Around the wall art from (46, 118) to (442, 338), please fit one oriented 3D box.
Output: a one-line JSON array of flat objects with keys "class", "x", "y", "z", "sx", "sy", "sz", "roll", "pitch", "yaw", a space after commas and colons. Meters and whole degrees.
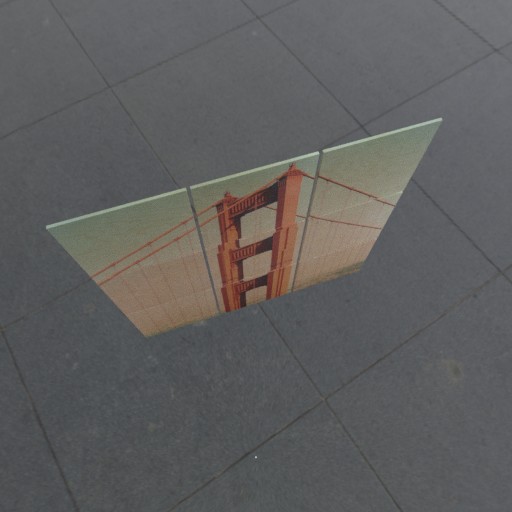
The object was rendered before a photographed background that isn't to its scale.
[{"class": "wall art", "x": 0.000, "y": 0.000, "z": 2.312, "sx": 1.517, "sy": 1.523, "sz": 0.013, "roll": -17, "pitch": 67, "yaw": -7}]
